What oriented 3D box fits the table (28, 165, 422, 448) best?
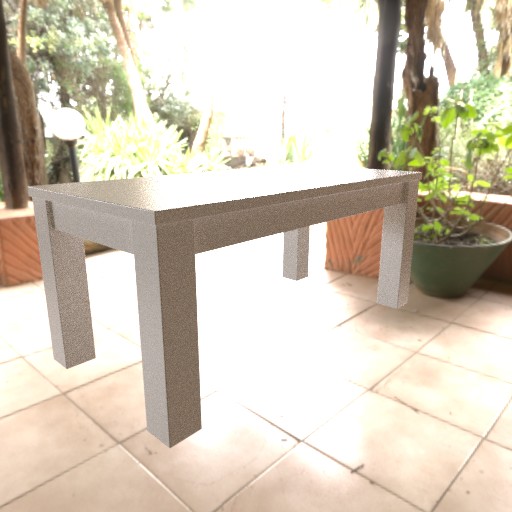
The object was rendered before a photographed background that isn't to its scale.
[{"bbox_3d":[0.000,0.000,2.271,0.900,0.790,1.800,14,21,41],"label":"table"}]
